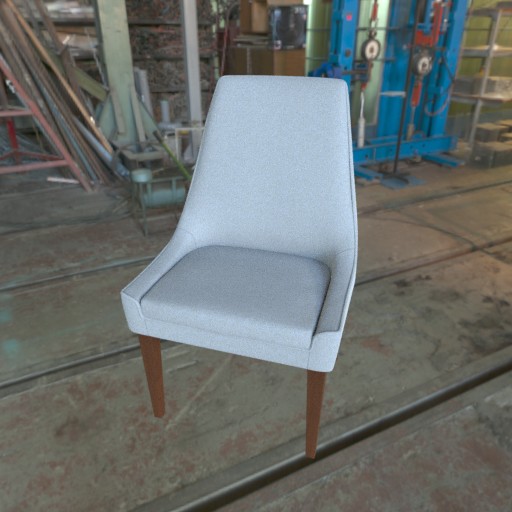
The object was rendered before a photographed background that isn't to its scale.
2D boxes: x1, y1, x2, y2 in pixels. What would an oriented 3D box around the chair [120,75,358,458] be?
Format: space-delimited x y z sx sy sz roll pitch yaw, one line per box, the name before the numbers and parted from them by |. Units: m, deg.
chair | 0.000 0.000 1.196 0.529 0.861 0.544 8 28 16
